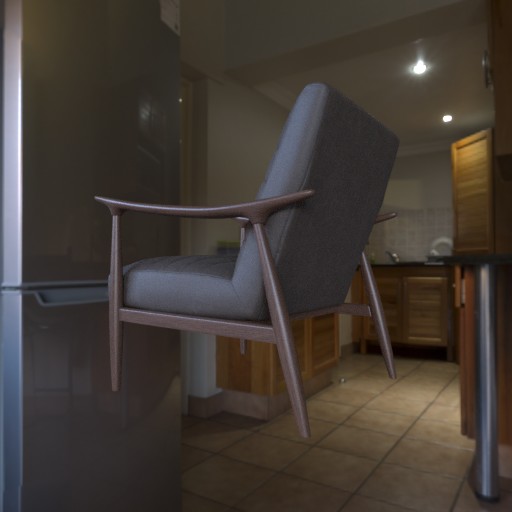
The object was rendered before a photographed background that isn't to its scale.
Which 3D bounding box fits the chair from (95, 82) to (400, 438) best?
[{"bbox_3d":[0.000,0.000,1.467,0.798,0.831,0.741,0,-1,35],"label":"chair"}]
